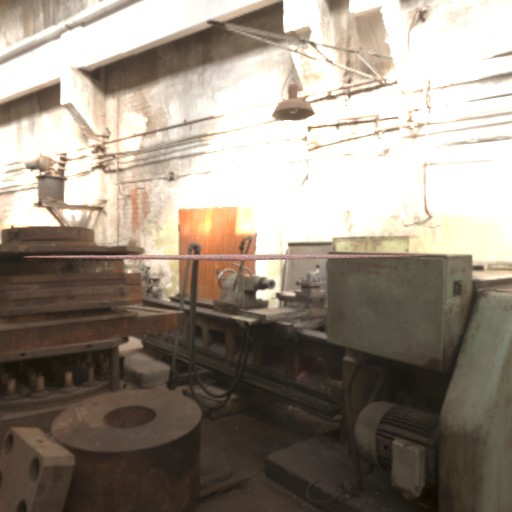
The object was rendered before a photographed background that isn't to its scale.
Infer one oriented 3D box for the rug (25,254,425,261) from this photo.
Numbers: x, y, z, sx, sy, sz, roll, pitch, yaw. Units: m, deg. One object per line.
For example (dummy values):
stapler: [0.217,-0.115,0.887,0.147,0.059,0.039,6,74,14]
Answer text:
rug: [0.000,0.000,2.334,1.219,0.006,1.829,0,1,37]
